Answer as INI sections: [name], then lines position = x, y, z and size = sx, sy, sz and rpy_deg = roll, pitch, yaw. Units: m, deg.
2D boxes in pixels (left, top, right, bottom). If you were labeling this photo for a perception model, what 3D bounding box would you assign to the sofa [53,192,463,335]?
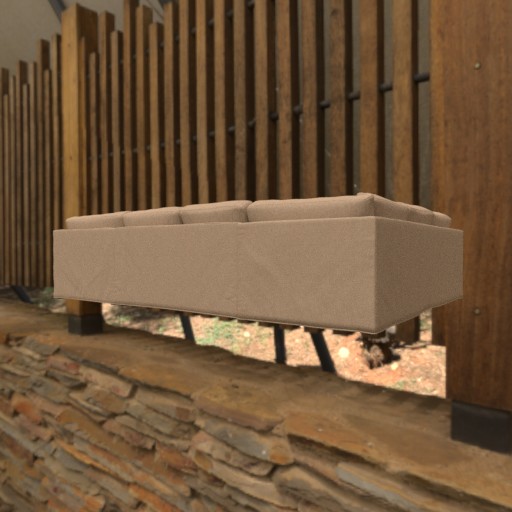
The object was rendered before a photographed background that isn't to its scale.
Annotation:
[sofa]
position = 0.000, 0.000, 4.531
size = 3.460, 0.882, 2.427
rpy_deg = 1, 1, 36
